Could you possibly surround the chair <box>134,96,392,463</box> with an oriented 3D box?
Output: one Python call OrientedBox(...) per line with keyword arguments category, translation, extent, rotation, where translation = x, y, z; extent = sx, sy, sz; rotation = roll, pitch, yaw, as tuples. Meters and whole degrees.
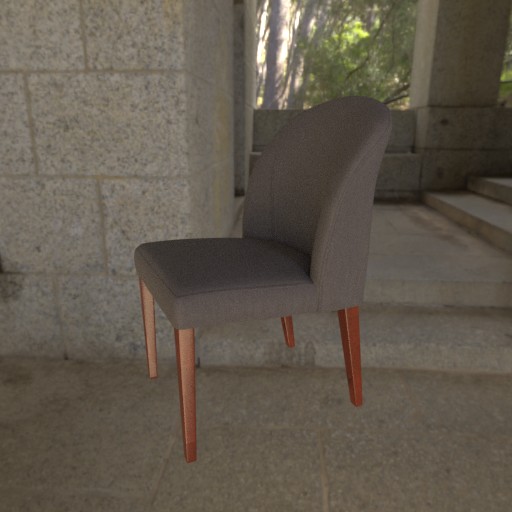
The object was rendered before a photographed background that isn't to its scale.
OrientedBox(category="chair", translation=(0.000, 0.000, 1.271), extent=(0.619, 0.879, 0.506), rotation=(-8, 18, -24))
